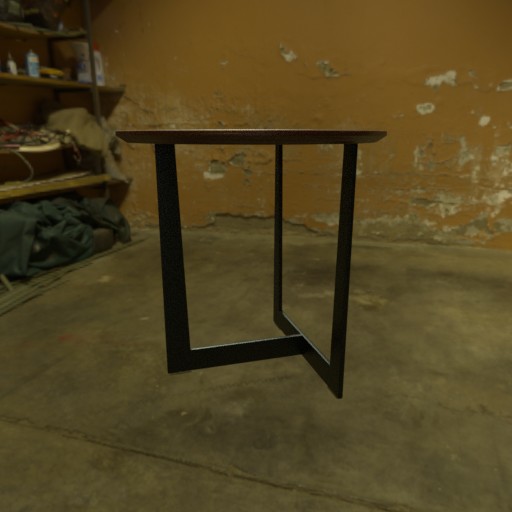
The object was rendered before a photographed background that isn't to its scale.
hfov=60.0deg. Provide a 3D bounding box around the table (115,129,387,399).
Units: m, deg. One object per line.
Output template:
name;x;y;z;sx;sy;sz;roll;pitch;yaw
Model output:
table;0.000;0.000;0.878;0.494;0.476;0.477;-8;17;-26
